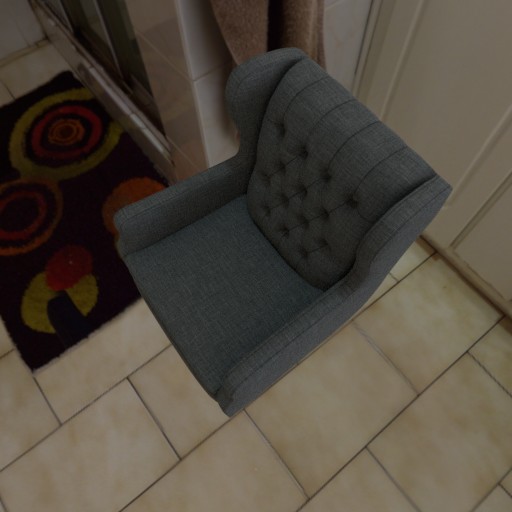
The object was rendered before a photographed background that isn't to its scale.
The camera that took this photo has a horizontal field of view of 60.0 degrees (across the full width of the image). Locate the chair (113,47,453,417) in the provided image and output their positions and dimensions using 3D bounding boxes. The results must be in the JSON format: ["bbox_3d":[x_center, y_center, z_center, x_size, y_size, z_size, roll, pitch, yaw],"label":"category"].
[{"bbox_3d":[0.000,0.000,1.495,0.775,0.953,0.711,-33,69,-15],"label":"chair"}]
